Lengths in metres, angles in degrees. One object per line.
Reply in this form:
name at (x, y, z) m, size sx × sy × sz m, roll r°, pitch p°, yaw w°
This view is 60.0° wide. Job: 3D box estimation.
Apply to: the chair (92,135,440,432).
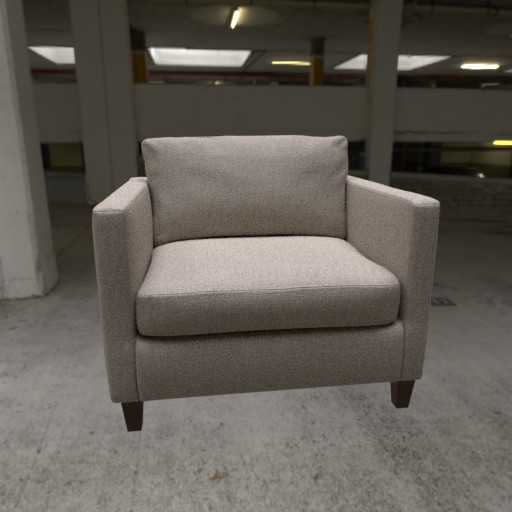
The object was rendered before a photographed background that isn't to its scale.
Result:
chair at (0.000, 0.000, 1.830) m, size 1.107 × 0.961 × 0.959 m, roll -2°, pitch 16°, yaw -8°
